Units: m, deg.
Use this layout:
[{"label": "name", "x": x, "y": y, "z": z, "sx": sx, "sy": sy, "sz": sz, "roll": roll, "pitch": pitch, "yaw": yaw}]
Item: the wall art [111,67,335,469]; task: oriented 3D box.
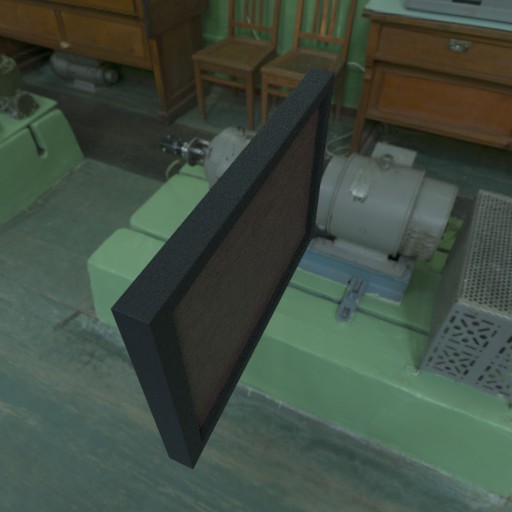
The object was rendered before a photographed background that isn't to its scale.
[{"label": "wall art", "x": 0.000, "y": 0.000, "z": 0.855, "sx": 0.051, "sy": 0.456, "sz": 0.671, "roll": 18, "pitch": 49, "yaw": 16}]
